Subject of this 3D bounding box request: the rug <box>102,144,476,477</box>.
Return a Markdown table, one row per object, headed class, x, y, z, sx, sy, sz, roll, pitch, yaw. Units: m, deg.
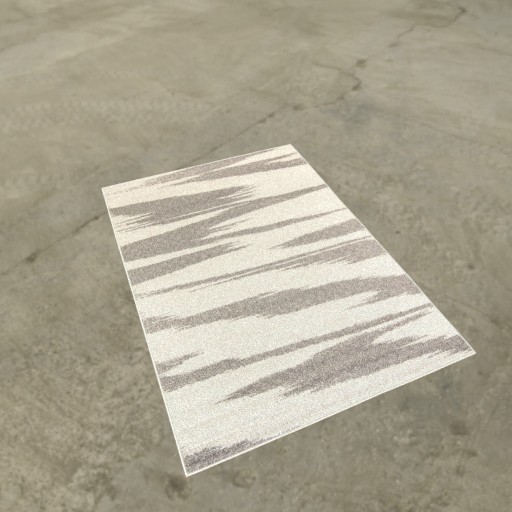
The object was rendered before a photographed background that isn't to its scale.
| class | x | y | z | sx | sy | sz | roll | pitch | yaw |
| --- | --- | --- | --- | --- | --- | --- | --- | --- | --- |
| rug | 0.000 | 0.000 | 2.731 | 1.533 | 0.010 | 2.142 | -17 | 48 | -16 |
